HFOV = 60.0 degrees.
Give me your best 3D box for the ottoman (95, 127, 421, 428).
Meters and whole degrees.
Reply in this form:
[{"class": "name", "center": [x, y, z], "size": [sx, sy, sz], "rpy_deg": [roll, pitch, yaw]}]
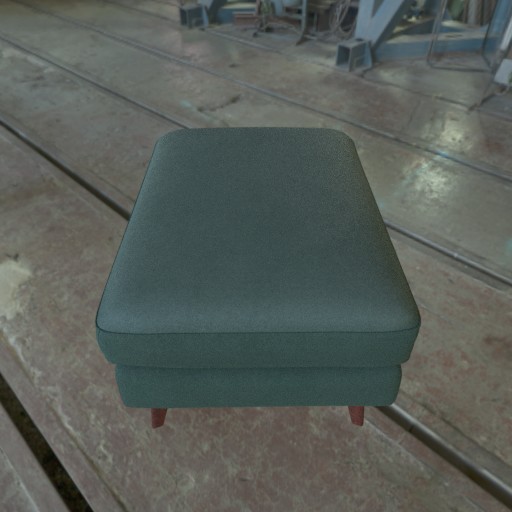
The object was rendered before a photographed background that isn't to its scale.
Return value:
[{"class": "ottoman", "center": [0.000, 0.000, 1.170], "size": [0.608, 0.449, 0.811], "rpy_deg": [0, 41, 0]}]
